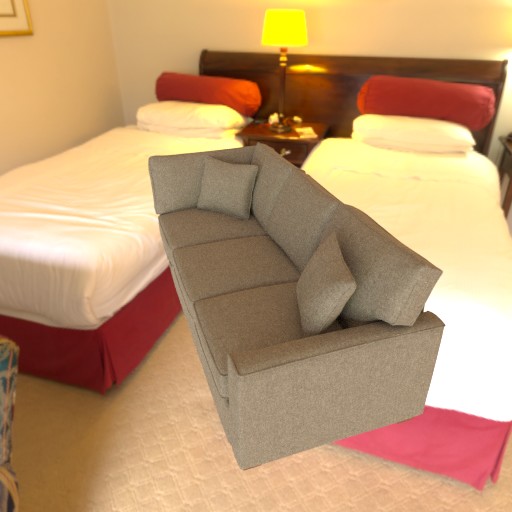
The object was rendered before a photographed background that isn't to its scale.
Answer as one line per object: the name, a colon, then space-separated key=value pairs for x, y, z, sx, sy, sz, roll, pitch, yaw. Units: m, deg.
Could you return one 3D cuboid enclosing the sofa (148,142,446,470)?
sofa: x=0.000 y=0.000 z=2.886 sx=1.061 sy=0.962 sz=2.317 roll=-9 pitch=30 yaw=-17
